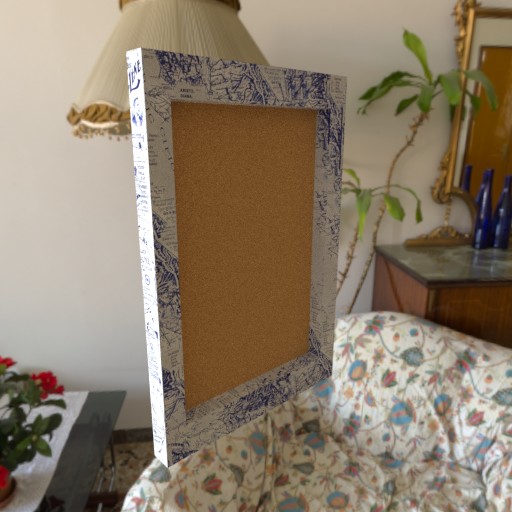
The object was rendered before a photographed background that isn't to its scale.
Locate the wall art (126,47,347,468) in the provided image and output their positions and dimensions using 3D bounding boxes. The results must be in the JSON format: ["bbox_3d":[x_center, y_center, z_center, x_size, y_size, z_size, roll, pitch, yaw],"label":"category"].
[{"bbox_3d":[0.000,0.000,0.756,0.408,0.601,0.040,-14,20,-41],"label":"wall art"}]
